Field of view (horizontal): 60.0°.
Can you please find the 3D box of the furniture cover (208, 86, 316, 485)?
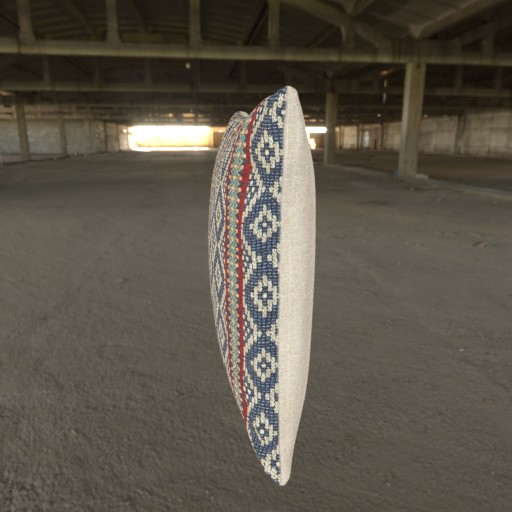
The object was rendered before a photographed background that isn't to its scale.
[{"bbox_3d":[0.000,0.000,0.656,0.139,0.431,0.431,-2,15,-8],"label":"furniture cover"}]
